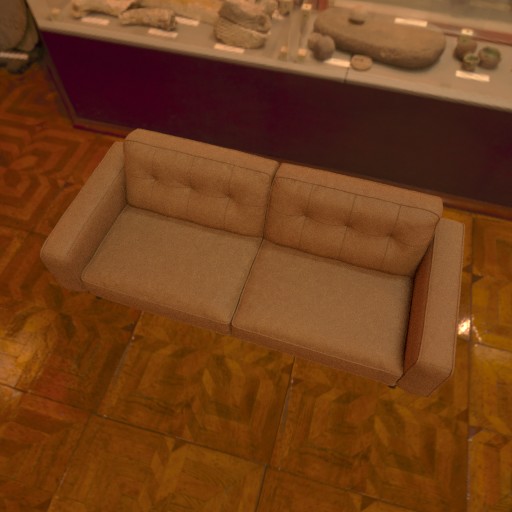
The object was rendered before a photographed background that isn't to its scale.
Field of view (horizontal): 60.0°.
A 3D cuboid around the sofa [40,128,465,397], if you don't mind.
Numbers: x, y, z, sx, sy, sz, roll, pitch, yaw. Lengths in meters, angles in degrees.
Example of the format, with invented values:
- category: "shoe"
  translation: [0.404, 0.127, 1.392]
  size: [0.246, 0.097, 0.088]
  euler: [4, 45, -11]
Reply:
- category: "sofa"
  translation: [0.000, 0.000, 2.645]
  size: [2.270, 0.780, 0.953]
  euler: [15, 58, 10]
